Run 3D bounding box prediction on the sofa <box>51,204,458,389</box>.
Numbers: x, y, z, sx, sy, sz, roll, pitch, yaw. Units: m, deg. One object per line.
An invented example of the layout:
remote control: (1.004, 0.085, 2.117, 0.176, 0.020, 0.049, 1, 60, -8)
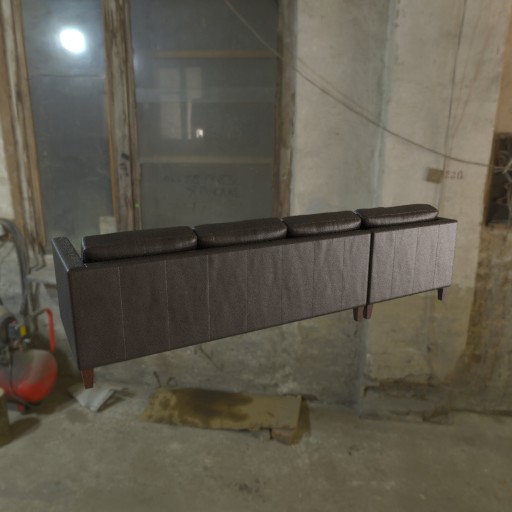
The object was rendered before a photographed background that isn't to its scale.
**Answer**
sofa: (0.000, 0.000, 3.877, 3.203, 0.883, 1.581, -8, 17, -28)
